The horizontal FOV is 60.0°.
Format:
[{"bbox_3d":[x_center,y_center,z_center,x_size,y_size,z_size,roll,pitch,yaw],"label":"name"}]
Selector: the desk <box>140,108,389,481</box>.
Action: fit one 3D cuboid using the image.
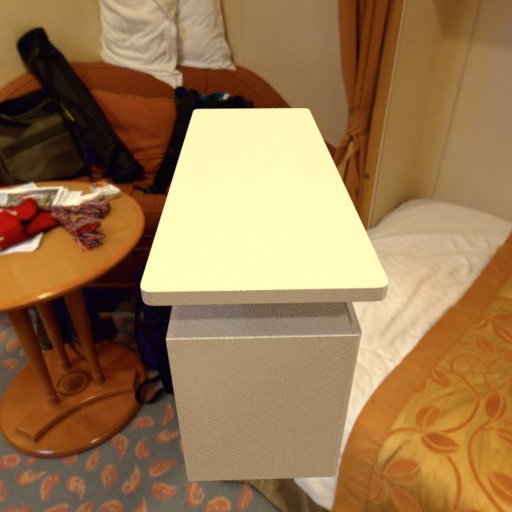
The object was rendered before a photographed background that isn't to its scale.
[{"bbox_3d":[0.000,0.000,1.752,0.550,0.762,1.400,-1,34,-1],"label":"desk"}]
